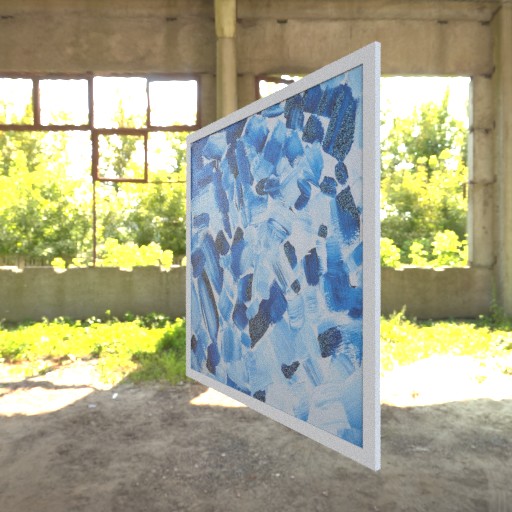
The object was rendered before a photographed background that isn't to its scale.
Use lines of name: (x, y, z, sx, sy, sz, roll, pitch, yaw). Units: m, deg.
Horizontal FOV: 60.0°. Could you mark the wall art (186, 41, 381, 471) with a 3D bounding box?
wall art: (0.000, 0.000, 1.175, 0.015, 0.812, 0.812, 0, 0, -35)
